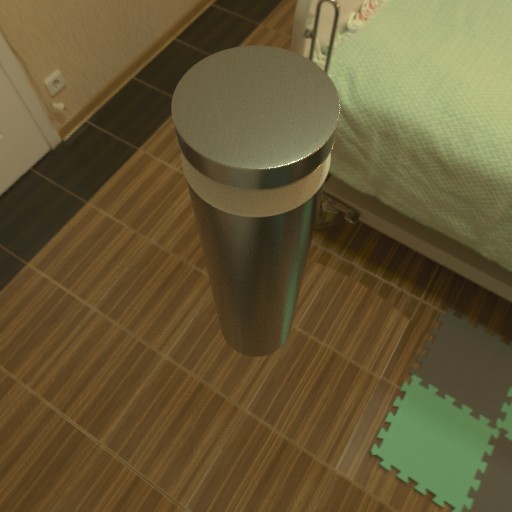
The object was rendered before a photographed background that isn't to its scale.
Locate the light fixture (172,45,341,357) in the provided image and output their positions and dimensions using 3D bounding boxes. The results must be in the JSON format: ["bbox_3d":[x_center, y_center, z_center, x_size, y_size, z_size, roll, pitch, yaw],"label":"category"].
[{"bbox_3d":[0.000,0.000,0.440,0.102,0.400,0.102,3,63,2],"label":"light fixture"}]
